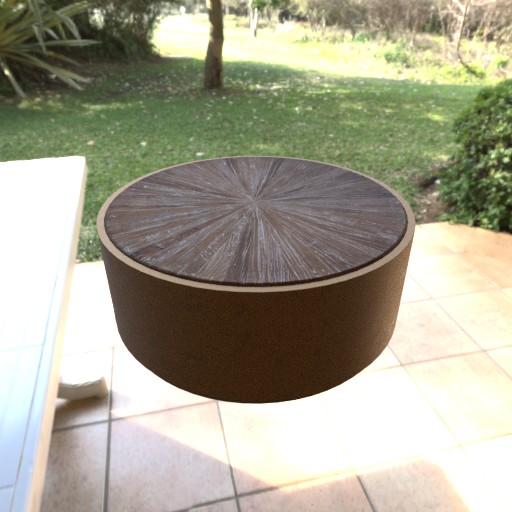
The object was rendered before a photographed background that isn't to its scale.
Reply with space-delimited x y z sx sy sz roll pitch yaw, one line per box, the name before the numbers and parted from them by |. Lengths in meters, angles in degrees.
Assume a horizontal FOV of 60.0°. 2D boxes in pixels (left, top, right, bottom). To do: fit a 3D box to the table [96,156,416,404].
table | 0.000 0.000 1.555 1.001 0.409 1.001 0 31 0
